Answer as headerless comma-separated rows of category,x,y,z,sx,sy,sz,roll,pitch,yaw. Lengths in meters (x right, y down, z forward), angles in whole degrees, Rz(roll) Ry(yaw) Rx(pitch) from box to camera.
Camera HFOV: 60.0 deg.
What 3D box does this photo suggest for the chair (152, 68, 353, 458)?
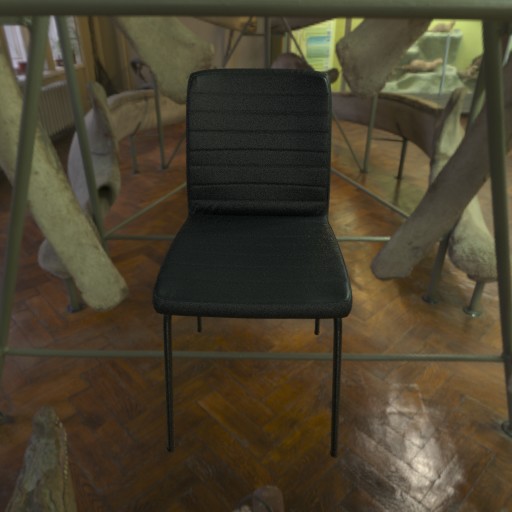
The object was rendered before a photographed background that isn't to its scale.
chair,0.000,0.000,1.188,0.450,0.872,0.572,1,29,2
